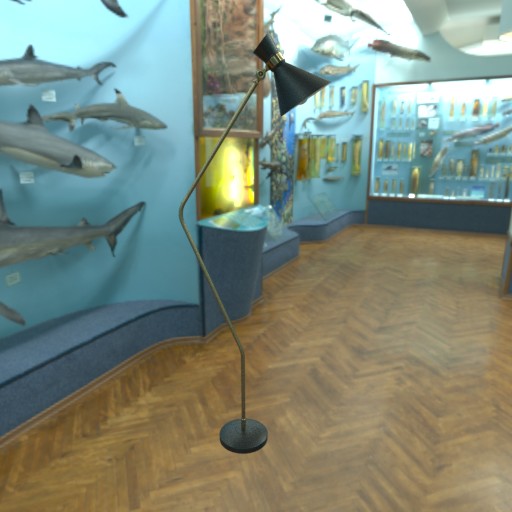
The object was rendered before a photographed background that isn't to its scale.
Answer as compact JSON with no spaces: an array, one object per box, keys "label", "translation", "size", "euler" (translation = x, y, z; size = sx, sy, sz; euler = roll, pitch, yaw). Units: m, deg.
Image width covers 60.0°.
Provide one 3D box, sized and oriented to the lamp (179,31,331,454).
[{"label":"lamp","translation":[0.000,0.000,1.567],"size":[0.467,1.438,0.277],"euler":[7,16,27]}]
